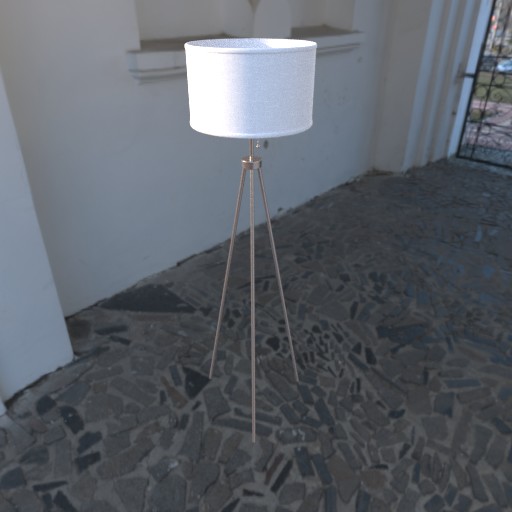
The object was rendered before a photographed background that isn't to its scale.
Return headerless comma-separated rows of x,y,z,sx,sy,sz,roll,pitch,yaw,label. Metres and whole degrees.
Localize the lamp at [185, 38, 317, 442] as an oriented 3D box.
0.000,0.000,1.775,0.458,1.545,0.448,-19,35,-29,lamp
